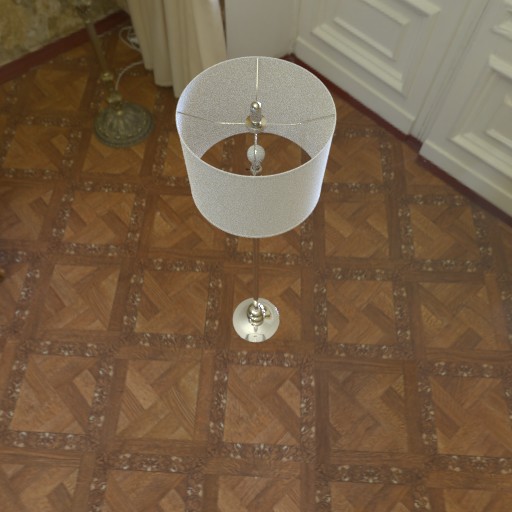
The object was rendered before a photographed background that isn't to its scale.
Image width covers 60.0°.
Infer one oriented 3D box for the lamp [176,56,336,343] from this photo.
[{"bbox_3d":[0.000,0.000,1.628,0.356,1.487,0.356,1,63,1],"label":"lamp"}]
